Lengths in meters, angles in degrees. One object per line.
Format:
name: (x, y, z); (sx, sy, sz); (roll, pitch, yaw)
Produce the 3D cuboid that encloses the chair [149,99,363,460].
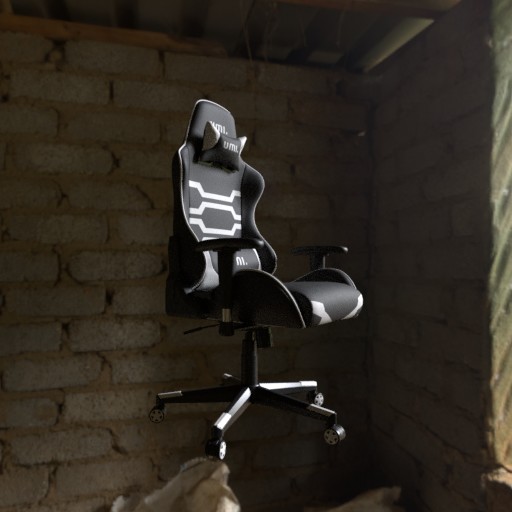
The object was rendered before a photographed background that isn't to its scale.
chair: (0.000, 0.000, 1.656); (0.700, 1.240, 0.700); (-1, -2, 36)
